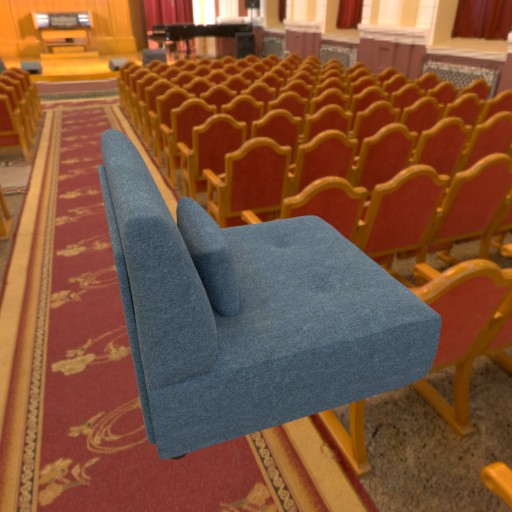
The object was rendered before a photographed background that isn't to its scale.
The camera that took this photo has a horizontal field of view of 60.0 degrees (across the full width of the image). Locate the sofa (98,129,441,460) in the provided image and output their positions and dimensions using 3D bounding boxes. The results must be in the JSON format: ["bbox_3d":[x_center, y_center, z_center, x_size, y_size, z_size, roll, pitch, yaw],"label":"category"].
[{"bbox_3d":[0.000,0.000,1.657,1.000,0.820,0.930,-10,31,-18],"label":"sofa"}]
